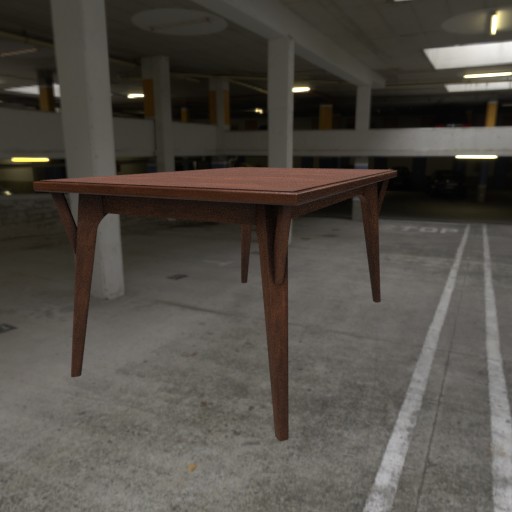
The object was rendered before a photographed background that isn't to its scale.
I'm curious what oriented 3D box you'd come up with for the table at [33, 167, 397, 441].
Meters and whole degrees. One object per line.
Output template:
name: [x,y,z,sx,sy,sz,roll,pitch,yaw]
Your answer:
table: [0.000,0.000,2.089,0.990,0.761,1.524,7,15,26]
